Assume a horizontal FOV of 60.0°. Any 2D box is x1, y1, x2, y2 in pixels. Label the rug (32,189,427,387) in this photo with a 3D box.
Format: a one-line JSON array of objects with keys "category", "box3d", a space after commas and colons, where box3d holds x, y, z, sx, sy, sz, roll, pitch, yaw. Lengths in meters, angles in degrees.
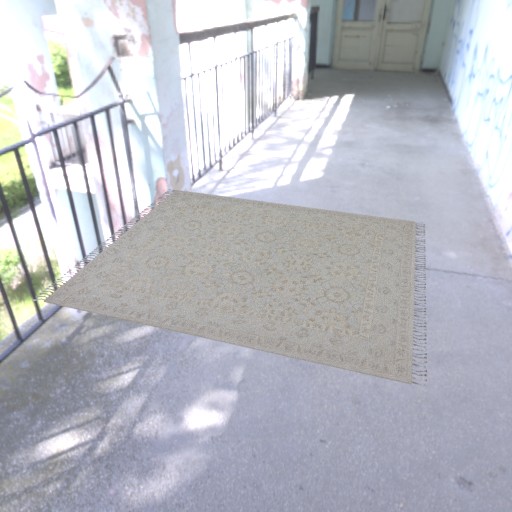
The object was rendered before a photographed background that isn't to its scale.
[{"category": "rug", "box3d": [0.000, 0.000, 4.171, 3.043, 0.013, 2.444, 9, 33, 15]}]
